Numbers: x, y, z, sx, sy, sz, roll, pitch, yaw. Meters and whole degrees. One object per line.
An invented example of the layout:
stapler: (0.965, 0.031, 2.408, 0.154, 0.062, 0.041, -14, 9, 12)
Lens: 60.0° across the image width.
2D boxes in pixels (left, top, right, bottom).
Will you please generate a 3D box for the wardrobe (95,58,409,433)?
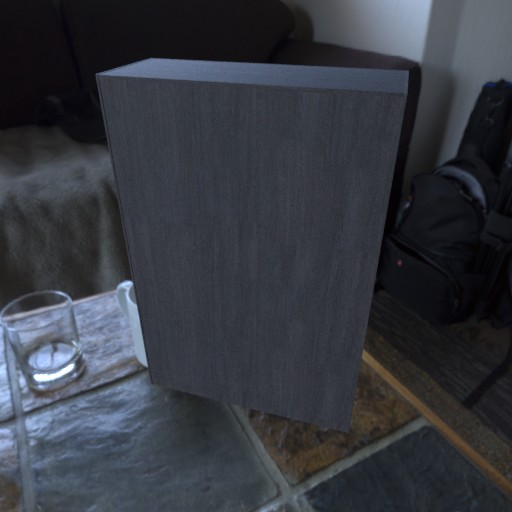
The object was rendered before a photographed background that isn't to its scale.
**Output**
wardrobe: (0.000, 0.000, 2.459, 1.290, 1.910, 0.510, 9, 33, 14)
